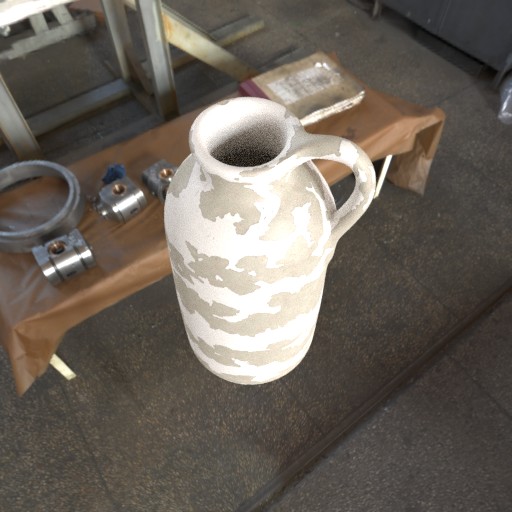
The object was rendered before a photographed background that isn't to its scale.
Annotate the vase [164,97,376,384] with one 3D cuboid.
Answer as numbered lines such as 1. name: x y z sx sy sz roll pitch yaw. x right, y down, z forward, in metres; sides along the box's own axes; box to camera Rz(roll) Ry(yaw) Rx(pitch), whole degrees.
1. vase: 0.000 0.000 0.498 0.203 0.382 0.186 17 59 11
